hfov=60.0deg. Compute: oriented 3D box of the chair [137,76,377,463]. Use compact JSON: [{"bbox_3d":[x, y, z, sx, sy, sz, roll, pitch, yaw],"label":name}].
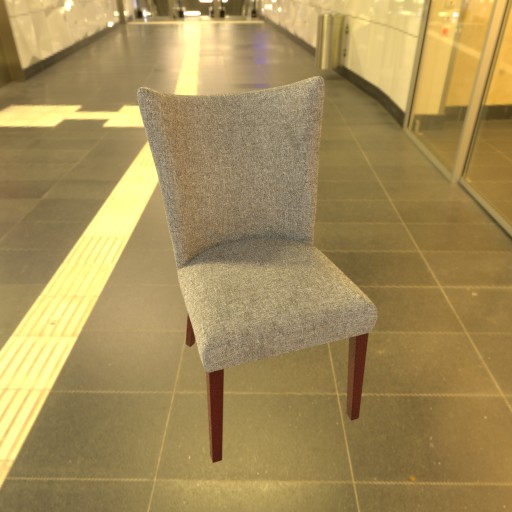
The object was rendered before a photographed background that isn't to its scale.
[{"bbox_3d":[0.000,0.000,1.319,0.535,0.924,0.623,-10,33,-16],"label":"chair"}]
